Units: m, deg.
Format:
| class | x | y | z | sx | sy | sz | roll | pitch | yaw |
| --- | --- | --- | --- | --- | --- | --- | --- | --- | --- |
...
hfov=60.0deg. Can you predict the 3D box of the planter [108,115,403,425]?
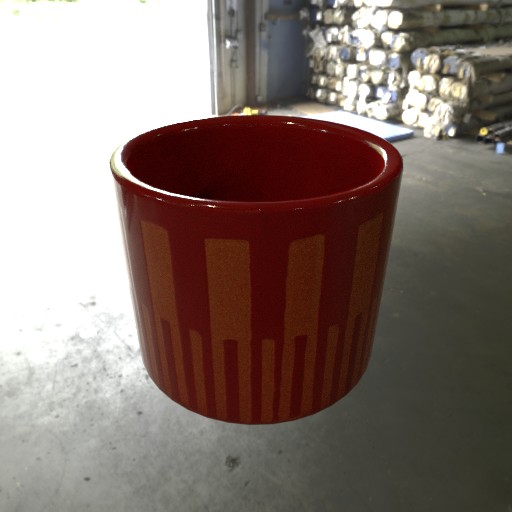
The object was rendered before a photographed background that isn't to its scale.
| class | x | y | z | sx | sy | sz | roll | pitch | yaw |
| --- | --- | --- | --- | --- | --- | --- | --- | --- | --- |
| planter | 0.000 | 0.000 | 0.407 | 0.230 | 0.202 | 0.230 | 0 | 31 | 0 |
